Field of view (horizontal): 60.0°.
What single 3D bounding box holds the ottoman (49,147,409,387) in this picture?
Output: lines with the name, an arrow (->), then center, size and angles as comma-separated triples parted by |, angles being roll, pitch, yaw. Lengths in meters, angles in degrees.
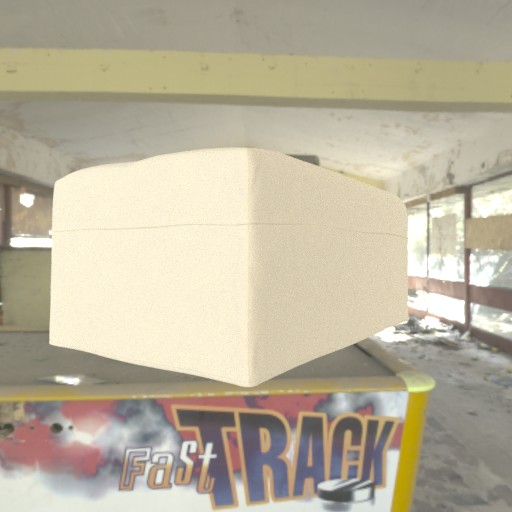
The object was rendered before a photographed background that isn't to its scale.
ottoman -> 0.000, 0.000, 1.191 | 0.590, 0.444, 0.872 | 0, 0, 35
